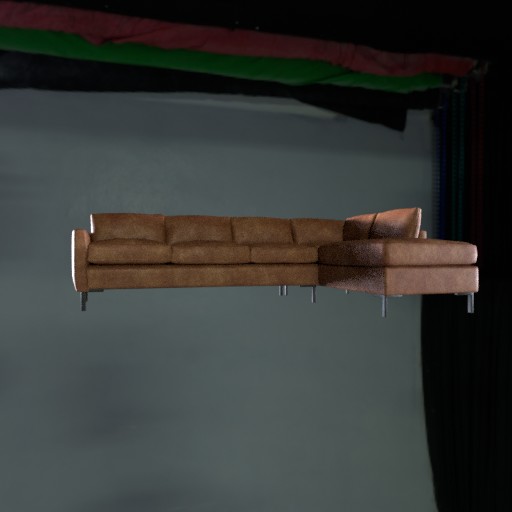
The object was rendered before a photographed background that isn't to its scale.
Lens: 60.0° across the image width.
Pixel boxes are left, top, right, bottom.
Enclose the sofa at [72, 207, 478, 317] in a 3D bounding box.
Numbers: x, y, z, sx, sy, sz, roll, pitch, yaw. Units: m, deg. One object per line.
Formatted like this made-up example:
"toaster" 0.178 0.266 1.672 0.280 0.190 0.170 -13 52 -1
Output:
"sofa" 0.000 0.000 3.841 2.984 0.877 1.938 0 0 -18
